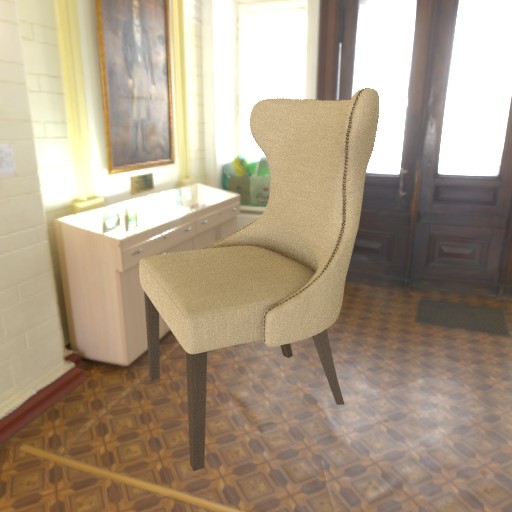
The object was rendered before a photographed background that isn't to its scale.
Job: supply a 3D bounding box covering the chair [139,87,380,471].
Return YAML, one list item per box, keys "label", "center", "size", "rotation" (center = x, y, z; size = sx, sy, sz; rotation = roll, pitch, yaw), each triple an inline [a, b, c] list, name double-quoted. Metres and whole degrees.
- label: "chair"
  center: [0.000, 0.000, 1.379]
  size: [0.635, 0.967, 0.628]
  rotation: [-8, 18, -25]
